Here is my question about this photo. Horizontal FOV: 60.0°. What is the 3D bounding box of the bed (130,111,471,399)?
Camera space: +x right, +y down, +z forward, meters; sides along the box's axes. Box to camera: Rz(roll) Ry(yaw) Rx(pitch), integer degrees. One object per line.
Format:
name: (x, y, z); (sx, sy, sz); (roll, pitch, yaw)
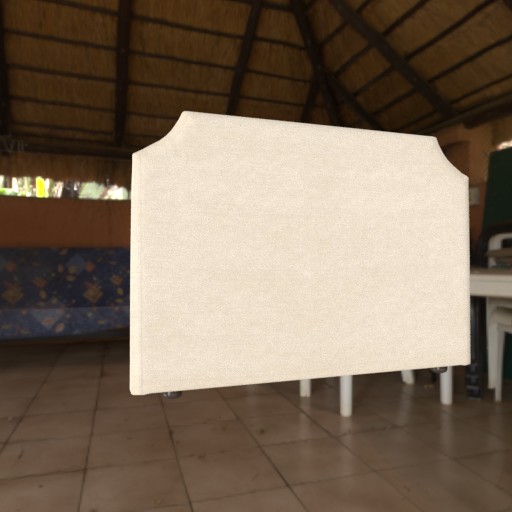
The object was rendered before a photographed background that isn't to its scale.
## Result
bed: (0.000, 0.000, 3.199); (1.828, 1.297, 2.164); (0, 0, -18)
